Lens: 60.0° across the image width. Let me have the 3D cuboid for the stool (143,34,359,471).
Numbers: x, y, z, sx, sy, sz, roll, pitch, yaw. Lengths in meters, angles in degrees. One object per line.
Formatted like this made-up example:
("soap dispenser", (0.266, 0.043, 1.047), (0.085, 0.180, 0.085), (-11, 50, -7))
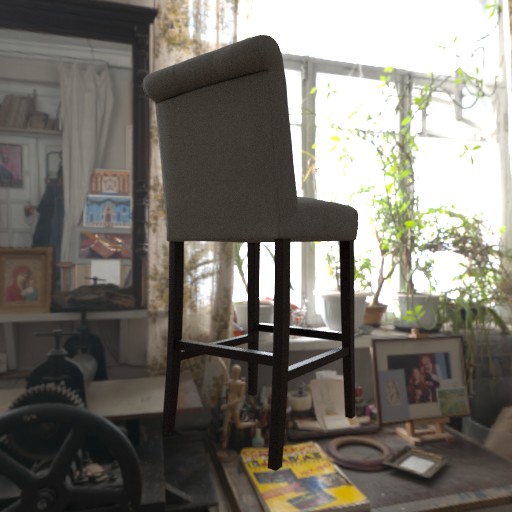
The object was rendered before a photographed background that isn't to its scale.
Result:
("stool", (0.000, 0.000, 1.466), (0.493, 1.140, 0.601), (0, 0, 36))
